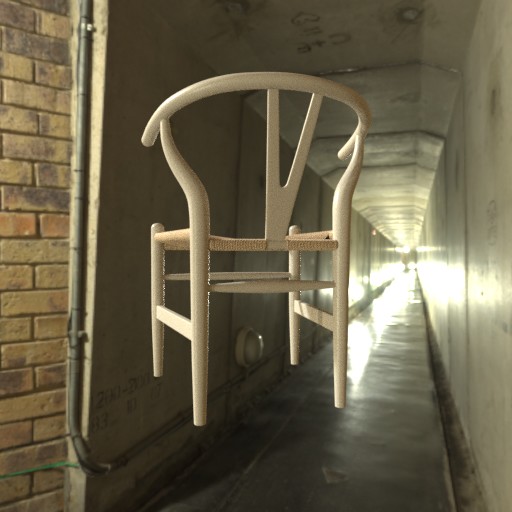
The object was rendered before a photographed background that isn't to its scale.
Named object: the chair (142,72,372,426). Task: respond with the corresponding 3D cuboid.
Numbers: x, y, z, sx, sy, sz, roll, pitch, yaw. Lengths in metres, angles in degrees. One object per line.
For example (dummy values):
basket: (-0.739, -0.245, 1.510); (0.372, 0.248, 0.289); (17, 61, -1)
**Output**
chair: (0.000, 0.000, 1.148); (0.569, 0.730, 0.579); (0, 1, -18)
